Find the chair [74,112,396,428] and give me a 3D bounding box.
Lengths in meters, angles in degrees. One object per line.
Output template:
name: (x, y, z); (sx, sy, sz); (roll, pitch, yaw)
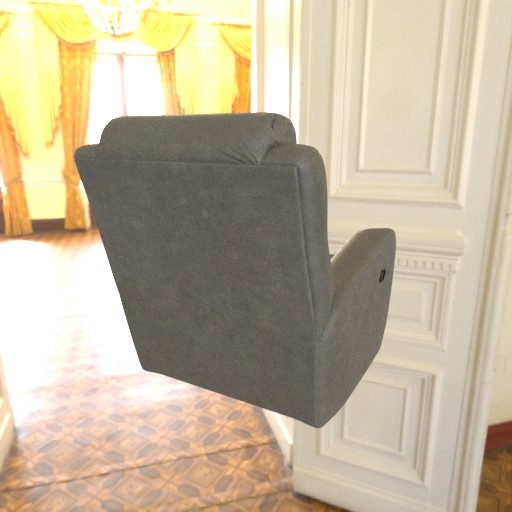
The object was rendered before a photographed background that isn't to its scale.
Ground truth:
chair: (0.000, 0.000, 1.872); (0.965, 1.116, 1.068); (9, 18, 28)
